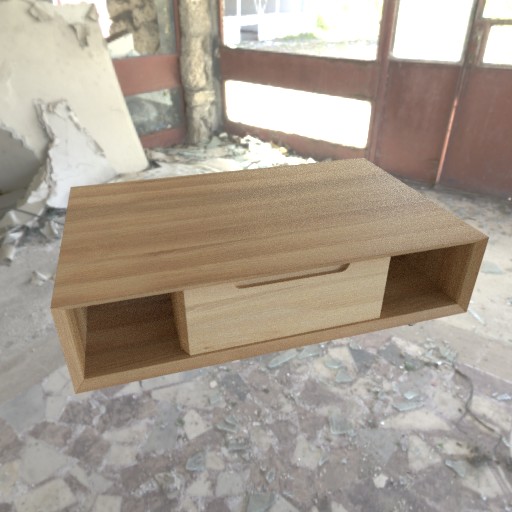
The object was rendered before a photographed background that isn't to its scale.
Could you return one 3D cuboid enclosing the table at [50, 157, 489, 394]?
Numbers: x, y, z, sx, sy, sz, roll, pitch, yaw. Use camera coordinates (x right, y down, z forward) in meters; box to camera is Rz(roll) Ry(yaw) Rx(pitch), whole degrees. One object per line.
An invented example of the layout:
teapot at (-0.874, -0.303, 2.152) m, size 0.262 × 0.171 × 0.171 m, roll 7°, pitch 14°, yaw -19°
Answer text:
table at (0.000, 0.000, 1.429) m, size 1.100 × 0.330 × 0.700 m, roll -9°, pitch 32°, yaw -14°
